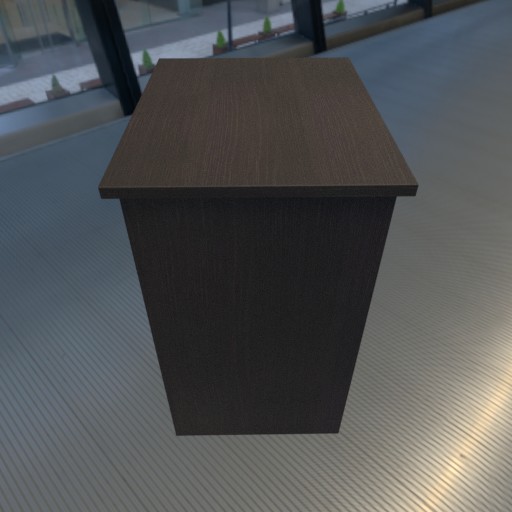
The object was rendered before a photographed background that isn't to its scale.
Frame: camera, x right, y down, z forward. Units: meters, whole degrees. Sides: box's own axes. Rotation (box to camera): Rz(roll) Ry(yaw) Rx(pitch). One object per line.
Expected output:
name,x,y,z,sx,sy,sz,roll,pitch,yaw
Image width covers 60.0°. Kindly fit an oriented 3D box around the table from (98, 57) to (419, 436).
table,0.000,0.000,0.914,0.381,0.635,0.480,-1,41,-1
